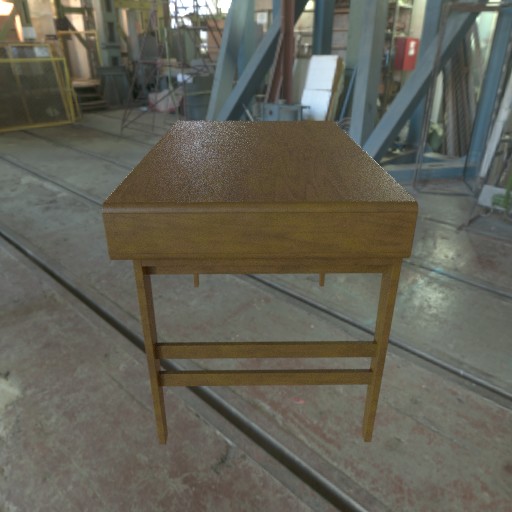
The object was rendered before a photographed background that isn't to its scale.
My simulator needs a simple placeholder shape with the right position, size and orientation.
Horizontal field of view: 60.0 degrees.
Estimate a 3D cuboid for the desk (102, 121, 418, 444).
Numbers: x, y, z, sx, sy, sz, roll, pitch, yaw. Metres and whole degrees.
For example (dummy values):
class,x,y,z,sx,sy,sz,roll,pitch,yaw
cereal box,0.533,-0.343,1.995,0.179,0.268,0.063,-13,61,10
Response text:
class,x,y,z,sx,sy,sz,roll,pitch,yaw
desk,0.000,0.000,1.555,0.660,0.754,1.066,0,26,-1
